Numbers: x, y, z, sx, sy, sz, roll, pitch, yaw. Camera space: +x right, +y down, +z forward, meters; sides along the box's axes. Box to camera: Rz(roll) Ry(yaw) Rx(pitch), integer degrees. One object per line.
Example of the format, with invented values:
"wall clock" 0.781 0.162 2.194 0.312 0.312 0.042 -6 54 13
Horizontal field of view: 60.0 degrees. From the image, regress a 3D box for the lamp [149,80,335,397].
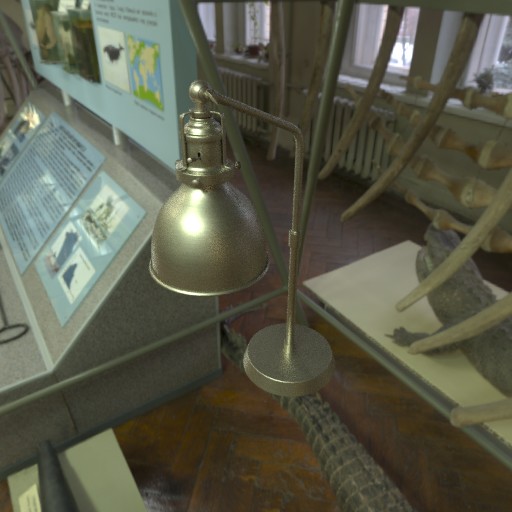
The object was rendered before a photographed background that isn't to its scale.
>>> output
"lamp" 0.000 0.000 0.593 0.286 0.456 0.153 -19 36 -28
